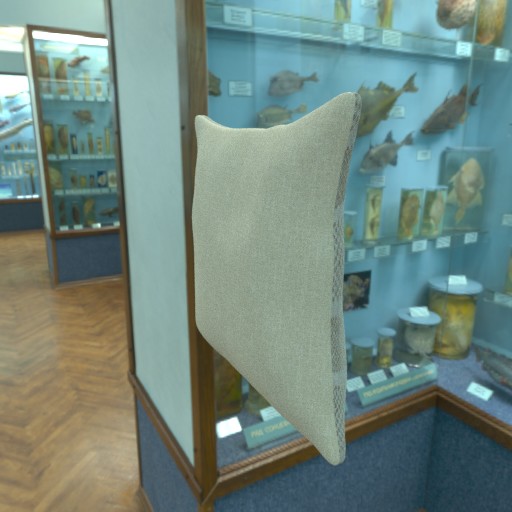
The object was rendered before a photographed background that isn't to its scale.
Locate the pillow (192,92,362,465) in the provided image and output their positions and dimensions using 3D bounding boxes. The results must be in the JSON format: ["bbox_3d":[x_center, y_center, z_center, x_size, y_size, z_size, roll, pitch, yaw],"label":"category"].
[{"bbox_3d":[0.000,0.000,0.675,0.138,0.432,0.436,-7,16,-27],"label":"pillow"}]
